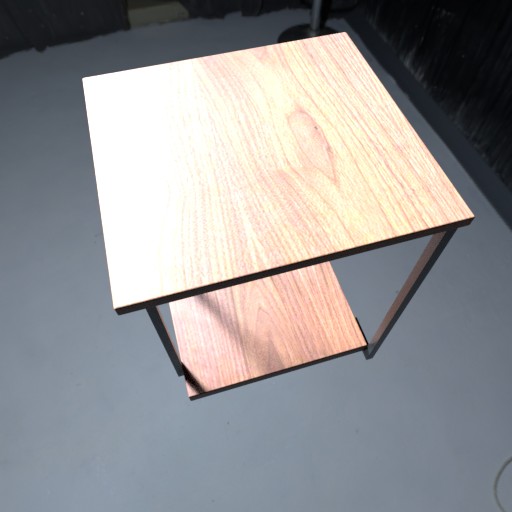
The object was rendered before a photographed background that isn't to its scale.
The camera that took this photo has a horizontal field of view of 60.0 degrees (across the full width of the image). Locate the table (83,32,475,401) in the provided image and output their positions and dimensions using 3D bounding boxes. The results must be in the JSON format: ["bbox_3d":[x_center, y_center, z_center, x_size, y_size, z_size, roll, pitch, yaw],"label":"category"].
[{"bbox_3d":[0.000,0.000,0.814,0.411,0.567,0.384,-14,59,-9],"label":"table"}]
